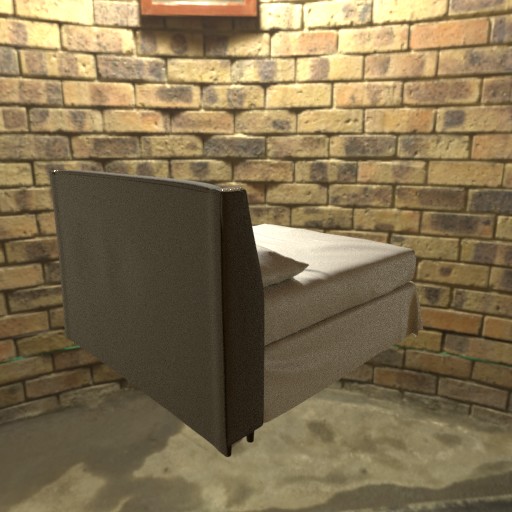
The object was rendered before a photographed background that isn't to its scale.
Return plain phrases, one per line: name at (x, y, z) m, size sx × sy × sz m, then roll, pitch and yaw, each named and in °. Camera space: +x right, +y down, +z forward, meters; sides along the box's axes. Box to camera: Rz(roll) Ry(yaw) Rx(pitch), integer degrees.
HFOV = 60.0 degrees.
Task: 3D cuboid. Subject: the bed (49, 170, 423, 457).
bed at (0.000, 0.000, 3.387) m, size 2.276 × 1.332 × 1.925 m, roll -13°, pitch 19°, yaw -43°
